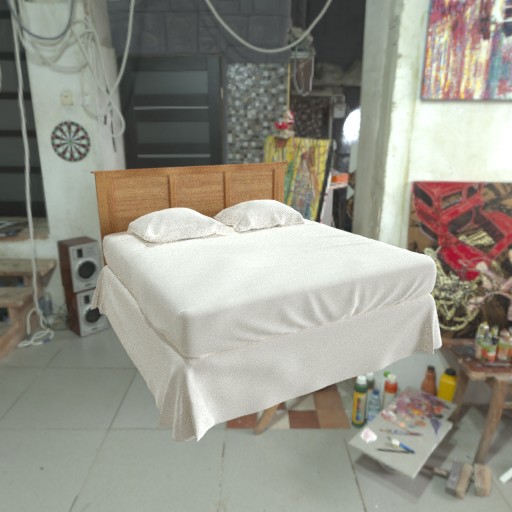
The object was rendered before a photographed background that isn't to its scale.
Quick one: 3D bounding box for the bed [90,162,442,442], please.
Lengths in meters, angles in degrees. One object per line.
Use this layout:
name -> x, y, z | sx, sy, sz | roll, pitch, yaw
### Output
bed -> 0.000, 0.000, 3.594 | 2.317, 1.270, 2.215 | -9, 19, -28
